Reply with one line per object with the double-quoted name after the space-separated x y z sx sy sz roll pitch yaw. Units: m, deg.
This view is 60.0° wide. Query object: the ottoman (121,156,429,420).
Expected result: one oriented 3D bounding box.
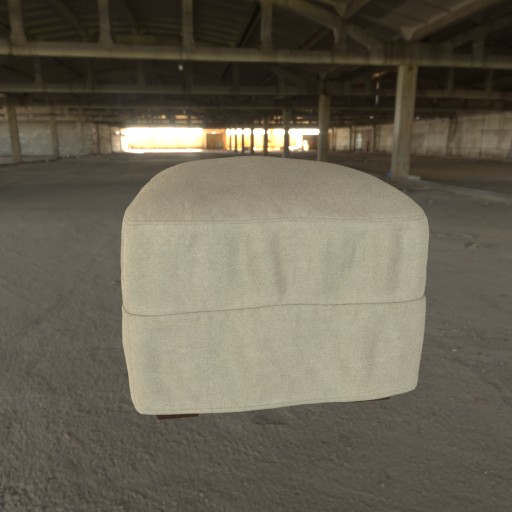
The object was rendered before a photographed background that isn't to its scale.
0.000 0.000 1.095 0.584 0.480 0.712 -2 15 -8 "ottoman"
